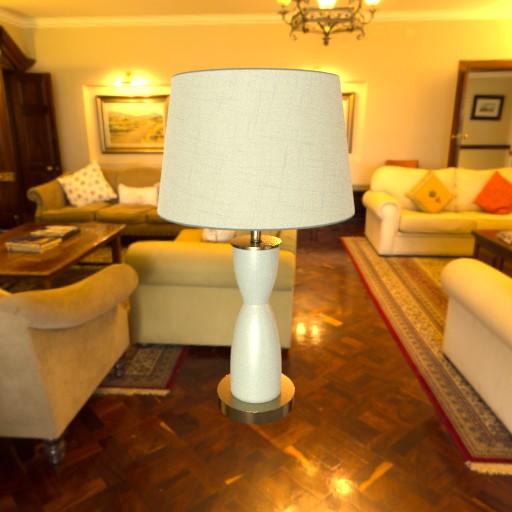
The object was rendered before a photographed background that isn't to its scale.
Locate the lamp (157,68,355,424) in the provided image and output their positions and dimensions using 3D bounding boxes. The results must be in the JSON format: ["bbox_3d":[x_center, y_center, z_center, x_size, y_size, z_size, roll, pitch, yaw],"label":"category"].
[{"bbox_3d":[0.000,0.000,0.730,0.309,0.545,0.309,0,16,0],"label":"lamp"}]
